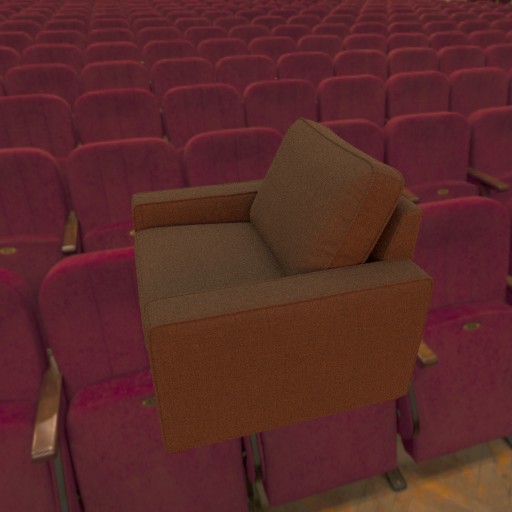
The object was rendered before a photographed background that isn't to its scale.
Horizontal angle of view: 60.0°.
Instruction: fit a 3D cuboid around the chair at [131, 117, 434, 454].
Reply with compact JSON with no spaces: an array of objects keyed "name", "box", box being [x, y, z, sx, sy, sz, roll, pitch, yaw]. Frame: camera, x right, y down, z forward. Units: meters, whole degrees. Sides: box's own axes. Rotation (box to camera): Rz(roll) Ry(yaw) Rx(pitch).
[{"name":"chair","box":[0.000,0.000,1.780,0.940,0.919,1.017,-8,32,-14]}]
